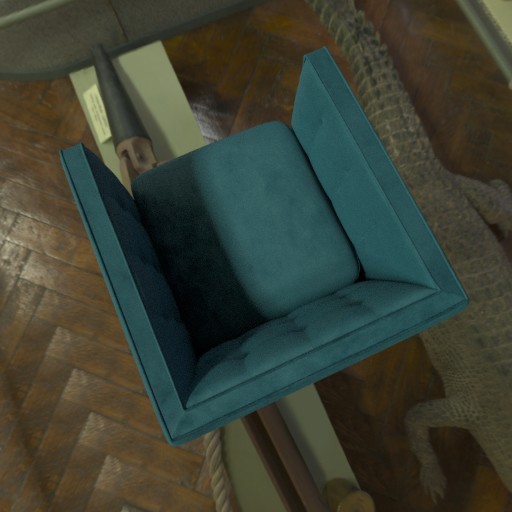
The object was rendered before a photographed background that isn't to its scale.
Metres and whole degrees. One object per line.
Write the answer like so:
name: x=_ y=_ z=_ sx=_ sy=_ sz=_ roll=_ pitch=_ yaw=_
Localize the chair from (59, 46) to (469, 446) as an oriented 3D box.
chair: x=0.000 y=0.000 z=1.574 sx=0.880 sy=0.790 sz=0.894 roll=-24 pitch=78 yaw=-6
